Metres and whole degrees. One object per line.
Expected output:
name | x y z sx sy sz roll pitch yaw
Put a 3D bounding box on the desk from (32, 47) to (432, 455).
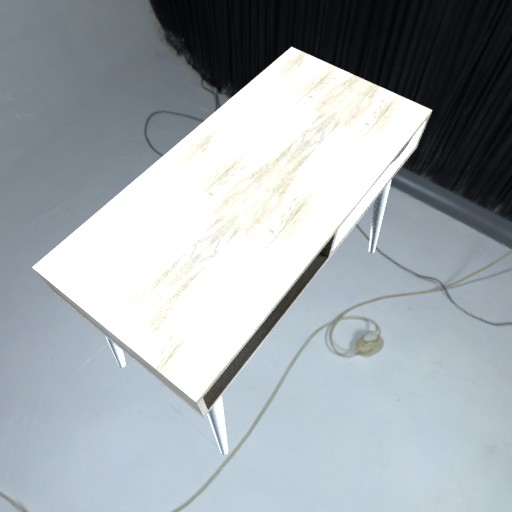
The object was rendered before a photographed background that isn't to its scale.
desk | 0.000 0.000 1.394 0.491 0.723 0.979 33 64 18
